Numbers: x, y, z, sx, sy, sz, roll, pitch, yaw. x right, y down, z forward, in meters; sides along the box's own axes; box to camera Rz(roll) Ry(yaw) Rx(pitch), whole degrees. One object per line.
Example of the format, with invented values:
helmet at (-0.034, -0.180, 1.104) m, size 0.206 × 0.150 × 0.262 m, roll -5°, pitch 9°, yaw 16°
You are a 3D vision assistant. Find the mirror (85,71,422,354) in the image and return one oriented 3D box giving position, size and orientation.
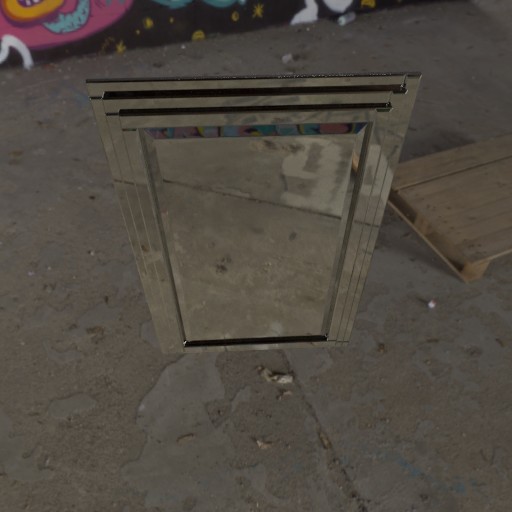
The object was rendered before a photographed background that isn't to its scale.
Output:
mirror at (0.000, 0.000, 1.126) m, size 0.613 × 0.914 × 0.039 m, roll -2°, pitch 46°, yaw -2°
